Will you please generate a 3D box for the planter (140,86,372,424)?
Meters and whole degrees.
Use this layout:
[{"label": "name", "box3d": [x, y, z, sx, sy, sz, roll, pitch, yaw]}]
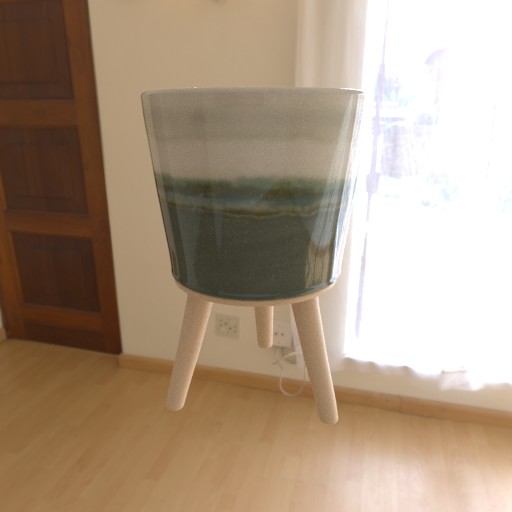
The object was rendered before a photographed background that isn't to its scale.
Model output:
[{"label": "planter", "box3d": [0.000, 0.000, 0.477, 0.217, 0.331, 0.217, -3, 18, -9]}]
